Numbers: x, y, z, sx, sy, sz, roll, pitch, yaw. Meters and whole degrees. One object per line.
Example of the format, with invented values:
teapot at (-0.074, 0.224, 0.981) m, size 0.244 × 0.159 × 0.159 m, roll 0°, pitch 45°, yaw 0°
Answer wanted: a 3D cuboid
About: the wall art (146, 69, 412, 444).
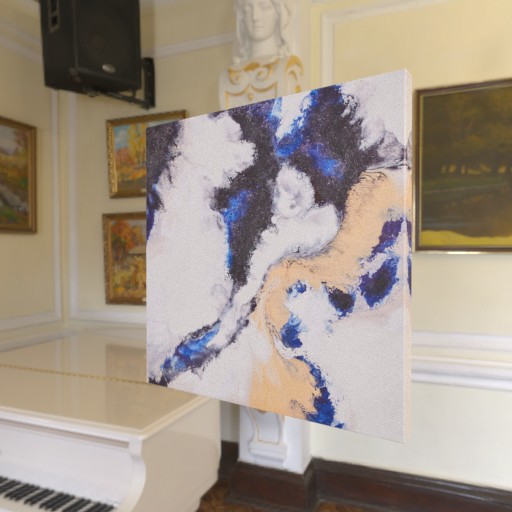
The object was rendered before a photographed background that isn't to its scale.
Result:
wall art at (0.000, 0.000, 0.902) m, size 0.609 × 0.609 × 0.039 m, roll 0°, pitch 1°, yaw 34°
